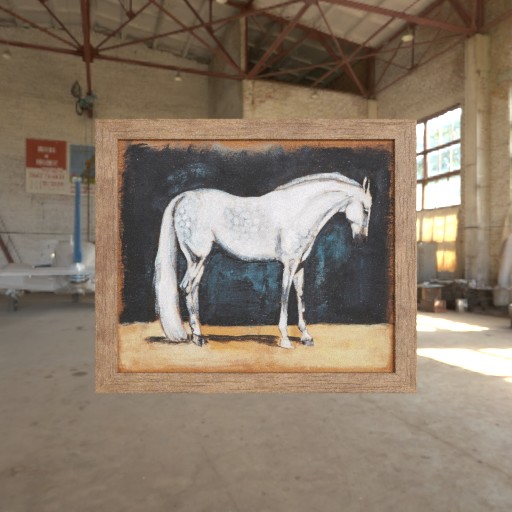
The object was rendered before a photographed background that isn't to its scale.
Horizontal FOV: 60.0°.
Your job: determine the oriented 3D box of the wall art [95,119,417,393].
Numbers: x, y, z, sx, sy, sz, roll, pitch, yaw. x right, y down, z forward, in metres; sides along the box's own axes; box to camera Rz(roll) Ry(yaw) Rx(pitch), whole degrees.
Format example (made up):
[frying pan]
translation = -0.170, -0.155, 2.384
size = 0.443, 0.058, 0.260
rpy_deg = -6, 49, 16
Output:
[wall art]
translation = 0.000, 0.000, 0.961
size = 0.690, 0.588, 0.026
rpy_deg = 0, 0, 0
